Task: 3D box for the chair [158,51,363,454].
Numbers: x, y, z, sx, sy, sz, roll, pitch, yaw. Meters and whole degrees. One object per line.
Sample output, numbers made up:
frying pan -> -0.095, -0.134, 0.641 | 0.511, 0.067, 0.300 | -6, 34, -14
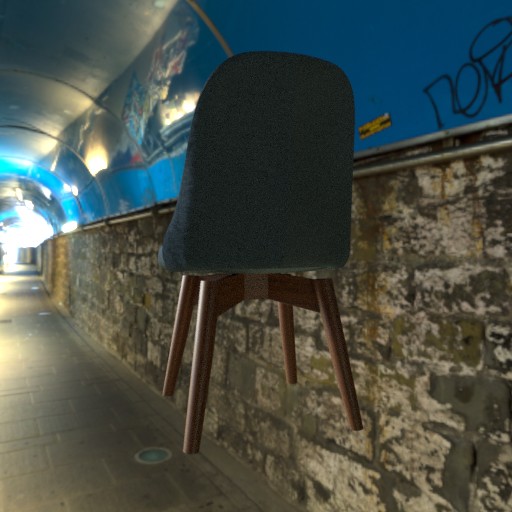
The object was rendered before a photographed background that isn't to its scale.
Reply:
chair -> 0.000, 0.000, 1.241 | 0.503, 0.882, 0.589 | 0, 0, -18
